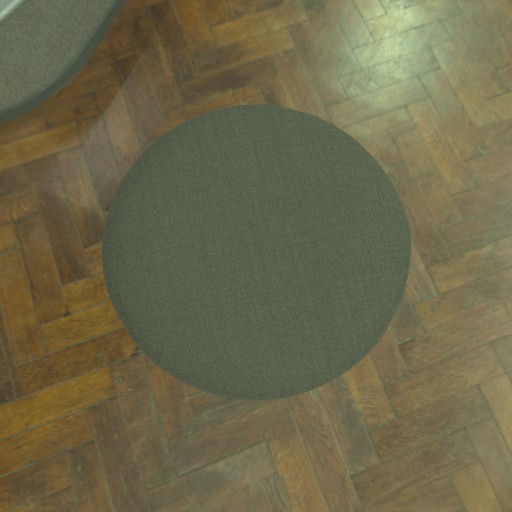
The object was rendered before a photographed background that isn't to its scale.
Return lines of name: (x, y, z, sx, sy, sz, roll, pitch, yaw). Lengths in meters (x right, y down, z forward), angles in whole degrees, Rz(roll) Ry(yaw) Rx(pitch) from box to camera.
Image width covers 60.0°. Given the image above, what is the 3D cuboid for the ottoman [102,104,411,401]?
ottoman: (0.000, 0.000, 1.258, 0.772, 0.460, 0.772, 0, 75, 0)
